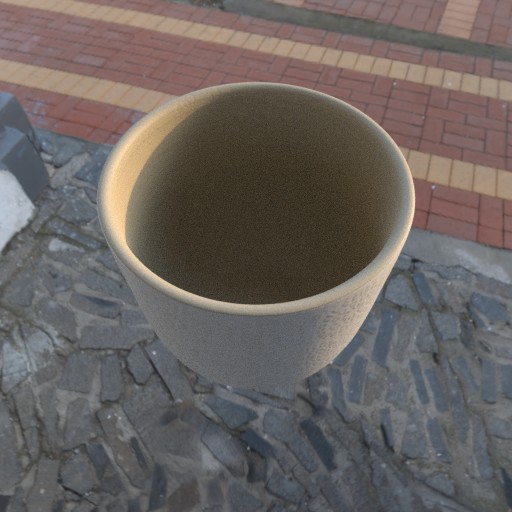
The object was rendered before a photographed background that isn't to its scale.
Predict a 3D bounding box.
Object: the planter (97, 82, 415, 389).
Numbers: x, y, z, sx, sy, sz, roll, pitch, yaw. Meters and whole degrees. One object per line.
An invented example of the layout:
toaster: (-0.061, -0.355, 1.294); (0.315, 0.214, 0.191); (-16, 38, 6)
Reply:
planter: (0.000, 0.000, 0.372); (0.208, 0.190, 0.208); (0, 56, 0)
